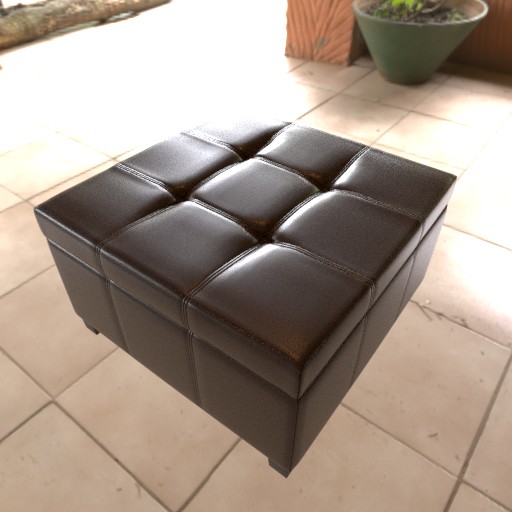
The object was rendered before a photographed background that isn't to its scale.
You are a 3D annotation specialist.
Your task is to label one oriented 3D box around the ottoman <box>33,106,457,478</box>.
[{"bbox_3d":[0.000,0.000,1.264,0.787,0.460,0.788,27,48,27],"label":"ottoman"}]
